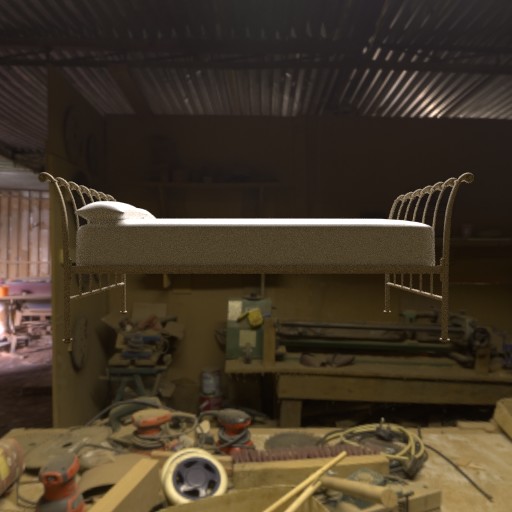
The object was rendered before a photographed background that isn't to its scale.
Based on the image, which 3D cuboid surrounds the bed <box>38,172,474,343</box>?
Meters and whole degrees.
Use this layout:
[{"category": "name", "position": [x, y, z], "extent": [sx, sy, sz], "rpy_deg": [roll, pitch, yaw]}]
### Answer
[{"category": "bed", "position": [0.000, 0.000, 2.765], "extent": [2.228, 0.873, 1.032], "rpy_deg": [0, 1, 0]}]
